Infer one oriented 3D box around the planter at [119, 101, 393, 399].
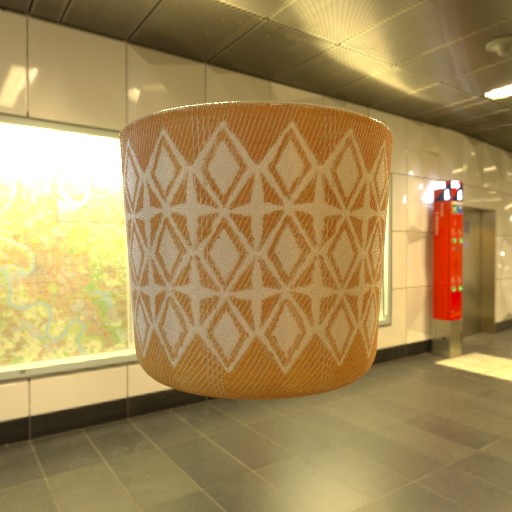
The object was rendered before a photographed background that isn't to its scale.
[{"bbox_3d":[0.000,0.000,0.328,0.193,0.165,0.193,0,1,0],"label":"planter"}]
